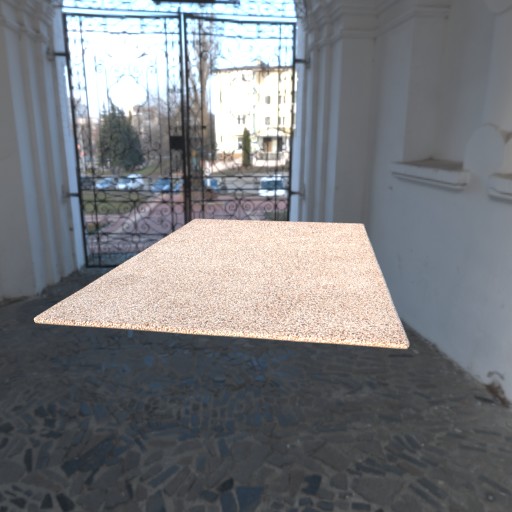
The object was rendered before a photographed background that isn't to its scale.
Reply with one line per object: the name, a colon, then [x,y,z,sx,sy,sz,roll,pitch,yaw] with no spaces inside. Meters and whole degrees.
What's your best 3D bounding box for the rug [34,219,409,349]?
rug: [0.000,0.000,3.338,1.778,0.030,2.743,2,15,9]
